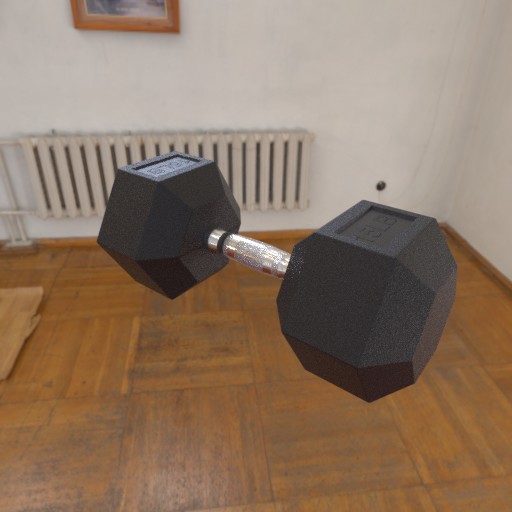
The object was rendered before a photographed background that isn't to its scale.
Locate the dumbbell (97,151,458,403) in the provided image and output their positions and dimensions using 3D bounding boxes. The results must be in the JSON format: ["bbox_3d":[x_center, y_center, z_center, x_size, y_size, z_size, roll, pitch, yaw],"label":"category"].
[{"bbox_3d":[0.000,0.000,0.335,0.271,0.106,0.122,21,36,32],"label":"dumbbell"}]
